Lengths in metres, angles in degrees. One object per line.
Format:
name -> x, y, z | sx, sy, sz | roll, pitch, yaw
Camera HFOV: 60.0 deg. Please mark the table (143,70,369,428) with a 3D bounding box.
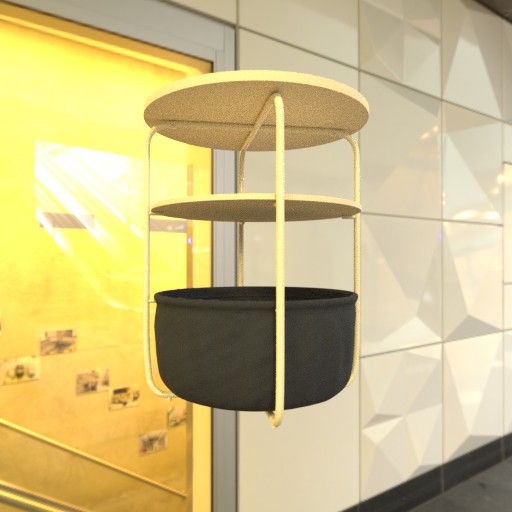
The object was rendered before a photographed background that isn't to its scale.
table -> 0.000, 0.000, 0.845 | 0.418, 0.532, 0.418 | 0, -1, 35
